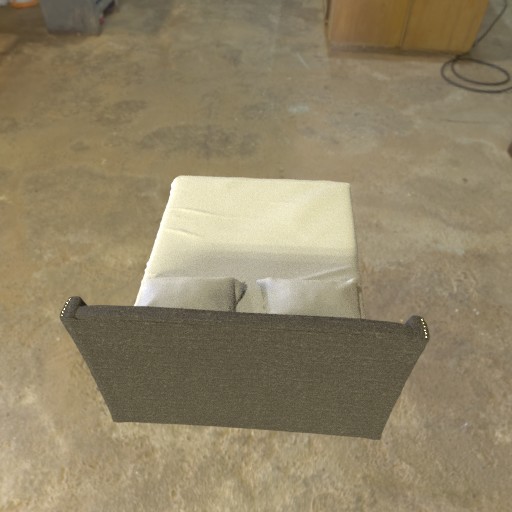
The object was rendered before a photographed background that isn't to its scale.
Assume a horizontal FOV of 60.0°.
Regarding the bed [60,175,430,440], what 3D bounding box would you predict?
[{"bbox_3d":[0.000,0.000,3.484,1.925,1.332,2.276,3,46,3],"label":"bed"}]
